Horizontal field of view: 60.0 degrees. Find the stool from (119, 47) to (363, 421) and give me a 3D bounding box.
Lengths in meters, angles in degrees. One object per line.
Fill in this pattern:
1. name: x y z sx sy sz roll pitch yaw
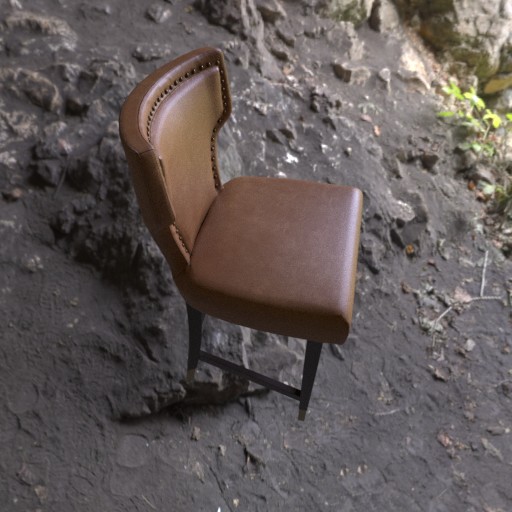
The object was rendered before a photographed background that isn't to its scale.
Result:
1. stool: 0.000 0.000 1.289 0.563 0.982 0.526 9 47 9
